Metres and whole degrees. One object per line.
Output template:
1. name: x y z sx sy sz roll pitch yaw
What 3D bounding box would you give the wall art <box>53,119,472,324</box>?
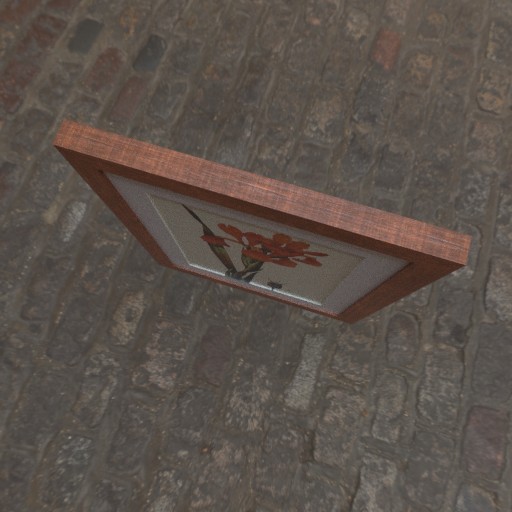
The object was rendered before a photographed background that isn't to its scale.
1. wall art: 0.000 0.000 0.756 0.467 0.567 0.033 17 76 4
